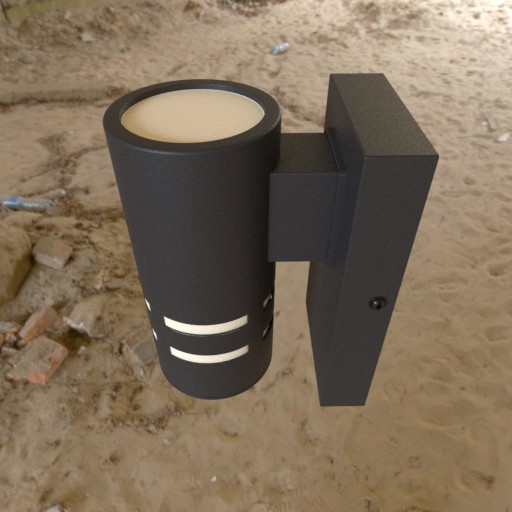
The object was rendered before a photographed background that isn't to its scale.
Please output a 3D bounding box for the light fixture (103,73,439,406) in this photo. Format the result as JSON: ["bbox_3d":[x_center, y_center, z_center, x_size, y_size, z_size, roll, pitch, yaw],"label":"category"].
[{"bbox_3d":[0.000,0.000,0.261,0.138,0.179,0.098,-1,41,-1],"label":"light fixture"}]
